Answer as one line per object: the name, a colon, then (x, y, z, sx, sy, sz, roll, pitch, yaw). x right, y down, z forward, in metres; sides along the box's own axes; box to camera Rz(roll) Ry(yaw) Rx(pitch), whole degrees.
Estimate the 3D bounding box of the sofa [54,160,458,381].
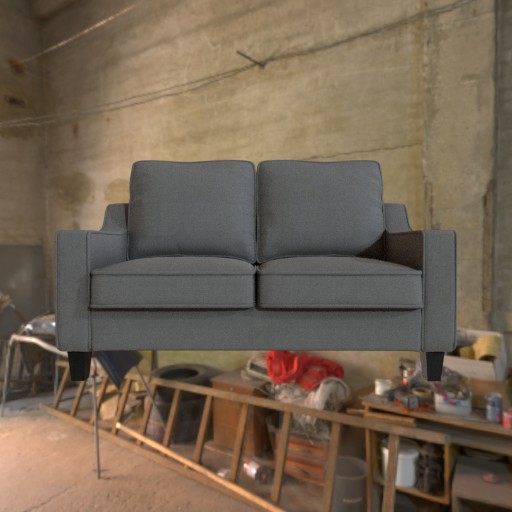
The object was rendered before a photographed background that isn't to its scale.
sofa: (0.000, 0.000, 1.998, 1.500, 0.948, 0.791, 0, 1, 0)
